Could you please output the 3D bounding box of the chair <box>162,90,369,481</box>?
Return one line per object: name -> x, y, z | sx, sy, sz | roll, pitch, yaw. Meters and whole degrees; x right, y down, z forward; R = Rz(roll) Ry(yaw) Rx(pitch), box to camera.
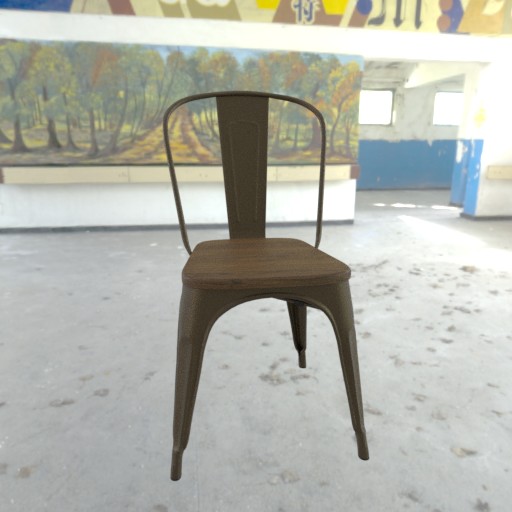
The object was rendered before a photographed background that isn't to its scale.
chair -> 0.000, 0.000, 1.128 | 0.451, 0.844, 0.532 | -2, 15, -8
